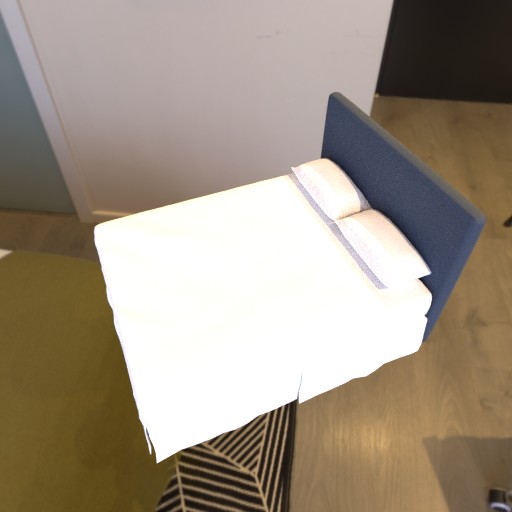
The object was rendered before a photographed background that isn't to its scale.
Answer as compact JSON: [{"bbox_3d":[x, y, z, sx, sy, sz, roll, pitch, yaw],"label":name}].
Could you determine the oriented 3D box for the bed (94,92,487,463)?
[{"bbox_3d":[0.000,0.000,3.147,2.162,1.330,1.713,-17,49,-16],"label":"bed"}]
